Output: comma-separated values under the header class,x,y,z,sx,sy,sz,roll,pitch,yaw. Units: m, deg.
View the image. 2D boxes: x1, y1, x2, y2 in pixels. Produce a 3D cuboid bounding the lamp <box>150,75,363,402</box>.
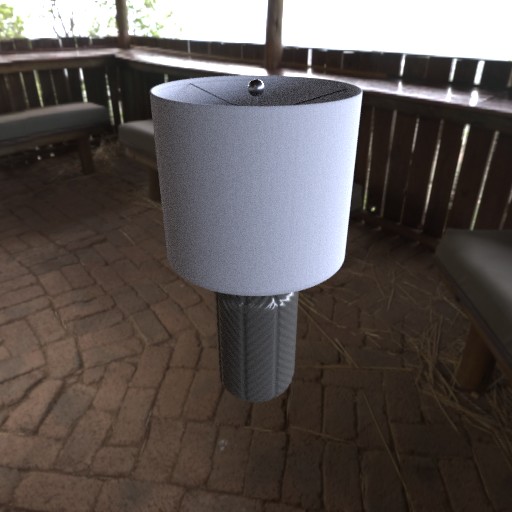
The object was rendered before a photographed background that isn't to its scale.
class,x,y,z,sx,sy,sz,roll,pitch,yaw
lamp,0.000,0.000,0.521,0.203,0.389,0.203,-8,30,-15
